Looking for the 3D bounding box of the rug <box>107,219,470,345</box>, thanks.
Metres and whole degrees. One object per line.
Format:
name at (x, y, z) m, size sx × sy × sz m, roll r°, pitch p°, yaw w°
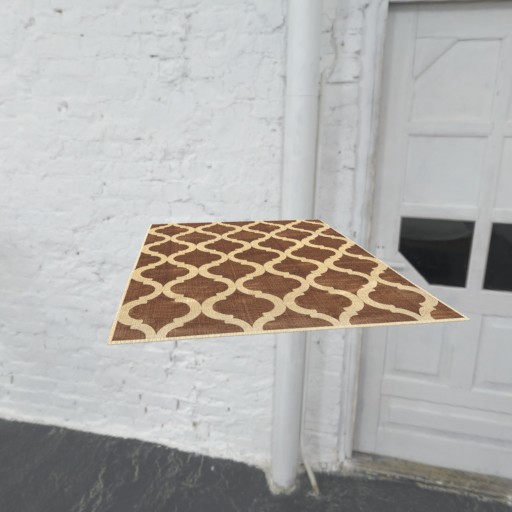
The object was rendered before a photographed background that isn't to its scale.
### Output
rug at (0.000, 0.000, 2.881) m, size 1.522 × 0.008 × 2.284 m, roll -2°, pitch 16°, yaw -8°
